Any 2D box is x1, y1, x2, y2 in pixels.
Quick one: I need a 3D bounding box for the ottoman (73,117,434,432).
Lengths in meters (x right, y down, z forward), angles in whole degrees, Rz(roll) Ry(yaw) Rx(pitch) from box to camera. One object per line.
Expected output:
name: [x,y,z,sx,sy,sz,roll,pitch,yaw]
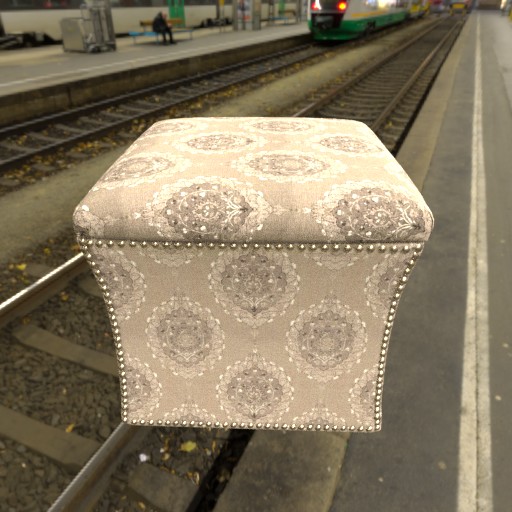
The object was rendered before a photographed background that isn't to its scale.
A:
ottoman: [0.000,0.000,0.891,0.507,0.473,0.497,1,30,2]
